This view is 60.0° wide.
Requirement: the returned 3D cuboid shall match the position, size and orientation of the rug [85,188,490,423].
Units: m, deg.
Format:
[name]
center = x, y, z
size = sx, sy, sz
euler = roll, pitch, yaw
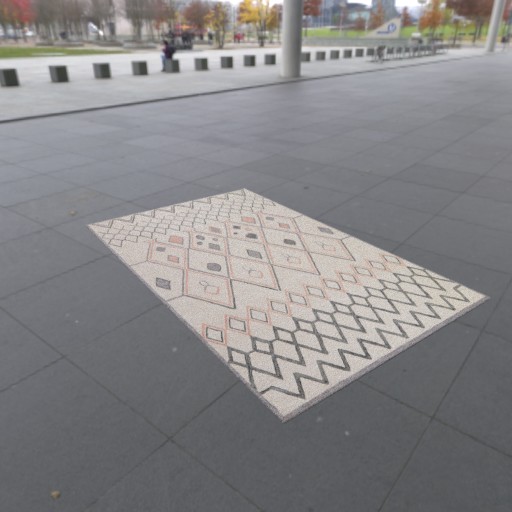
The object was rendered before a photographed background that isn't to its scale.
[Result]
[rug]
center = 0.000, 0.000, 2.992
size = 1.524, 0.015, 2.438
euler = -18, 32, -32
